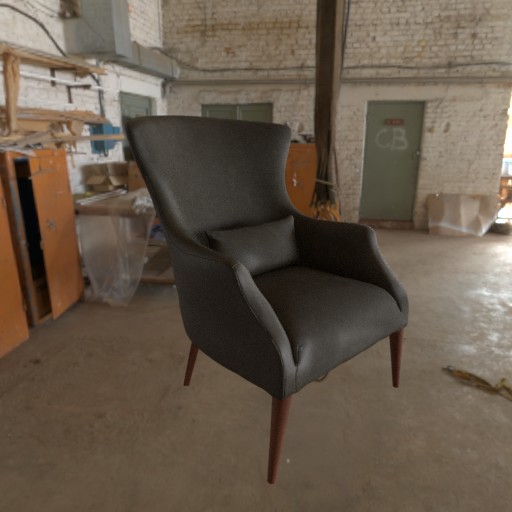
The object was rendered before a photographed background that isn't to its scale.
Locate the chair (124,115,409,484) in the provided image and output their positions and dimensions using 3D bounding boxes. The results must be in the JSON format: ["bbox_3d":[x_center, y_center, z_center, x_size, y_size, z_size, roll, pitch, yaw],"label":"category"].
[{"bbox_3d":[0.000,0.000,1.723,0.819,1.068,0.954,-15,21,-42],"label":"chair"}]
